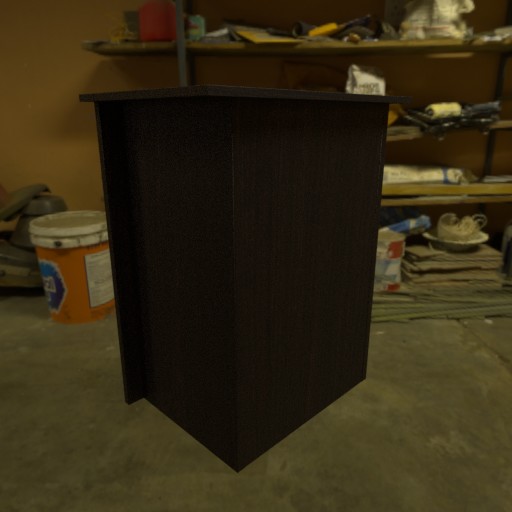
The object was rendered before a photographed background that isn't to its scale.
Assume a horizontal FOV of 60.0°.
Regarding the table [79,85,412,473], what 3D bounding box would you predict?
[{"bbox_3d":[0.000,0.000,1.046,0.591,0.711,0.406,-17,24,-42],"label":"table"}]
